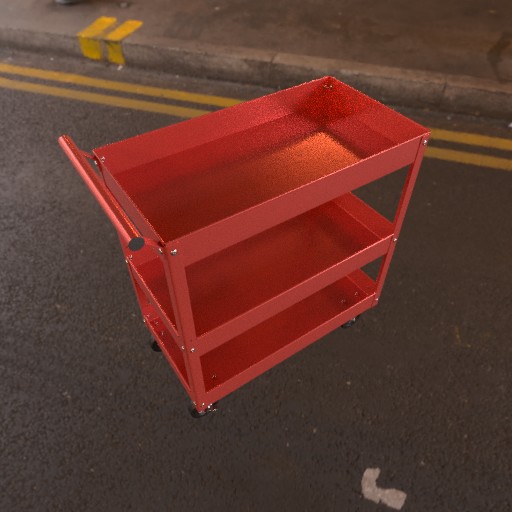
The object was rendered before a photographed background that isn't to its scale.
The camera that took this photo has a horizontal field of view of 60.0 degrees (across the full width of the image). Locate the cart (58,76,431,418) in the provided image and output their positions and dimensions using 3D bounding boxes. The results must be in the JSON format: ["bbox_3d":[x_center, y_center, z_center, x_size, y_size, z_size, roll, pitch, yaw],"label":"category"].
[{"bbox_3d":[0.000,0.000,1.199,0.719,0.780,0.366,-26,51,-23],"label":"cart"}]
